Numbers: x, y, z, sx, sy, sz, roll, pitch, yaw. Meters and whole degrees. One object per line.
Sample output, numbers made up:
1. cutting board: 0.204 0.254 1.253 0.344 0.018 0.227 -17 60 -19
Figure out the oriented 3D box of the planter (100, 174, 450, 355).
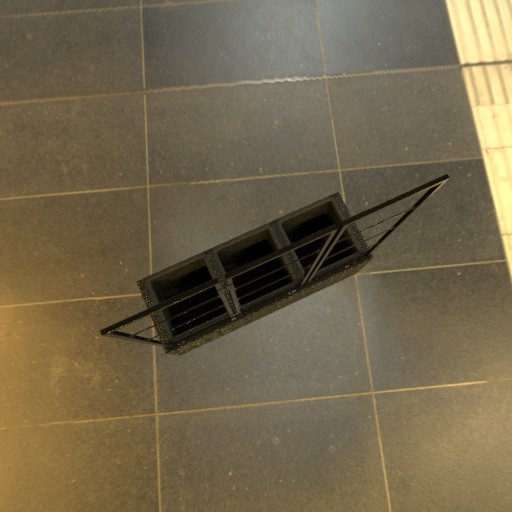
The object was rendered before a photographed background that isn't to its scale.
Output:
1. planter: 0.000 0.000 1.196 0.698 0.841 0.244 -24 77 -6
